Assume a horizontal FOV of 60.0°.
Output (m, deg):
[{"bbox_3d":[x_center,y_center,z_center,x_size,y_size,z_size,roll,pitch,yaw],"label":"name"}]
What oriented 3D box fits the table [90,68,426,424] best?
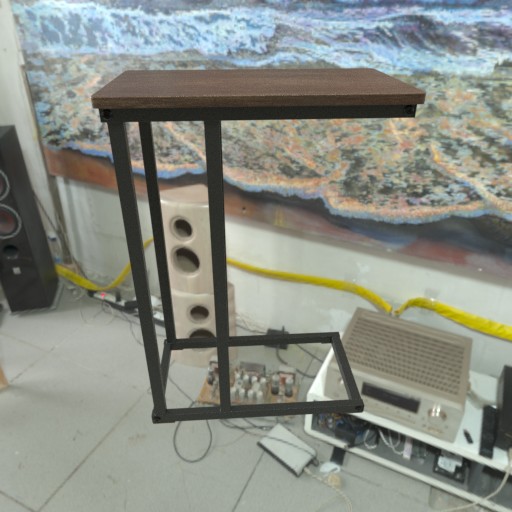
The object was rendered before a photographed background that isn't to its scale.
[{"bbox_3d":[0.000,0.000,0.854,0.450,0.637,0.254,-2,30,-3],"label":"table"}]
